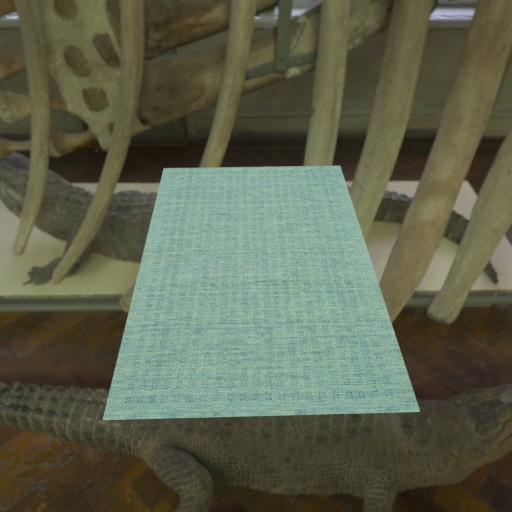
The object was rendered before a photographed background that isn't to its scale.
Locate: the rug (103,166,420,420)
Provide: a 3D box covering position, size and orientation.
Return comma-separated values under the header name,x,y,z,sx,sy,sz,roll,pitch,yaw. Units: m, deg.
name,x,y,z,sx,sy,sz,roll,pitch,yaw
rug,0.000,0.000,2.973,1.522,0.006,2.286,-1,42,-1
